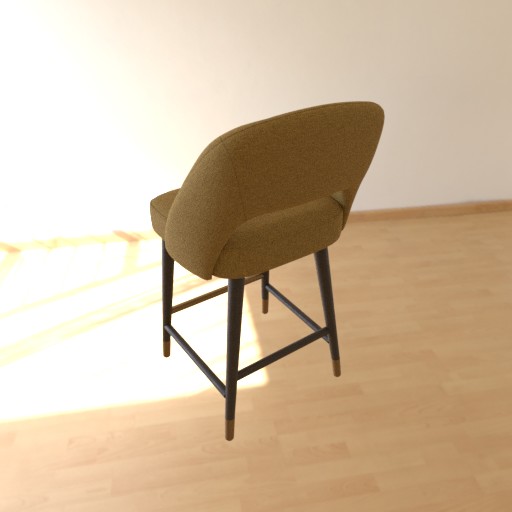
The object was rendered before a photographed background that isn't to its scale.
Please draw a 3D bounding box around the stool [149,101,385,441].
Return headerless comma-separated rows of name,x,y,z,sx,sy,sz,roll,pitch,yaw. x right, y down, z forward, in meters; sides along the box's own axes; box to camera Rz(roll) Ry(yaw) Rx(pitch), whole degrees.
stool,0.000,0.000,1.296,0.536,0.939,0.522,-20,36,-30
